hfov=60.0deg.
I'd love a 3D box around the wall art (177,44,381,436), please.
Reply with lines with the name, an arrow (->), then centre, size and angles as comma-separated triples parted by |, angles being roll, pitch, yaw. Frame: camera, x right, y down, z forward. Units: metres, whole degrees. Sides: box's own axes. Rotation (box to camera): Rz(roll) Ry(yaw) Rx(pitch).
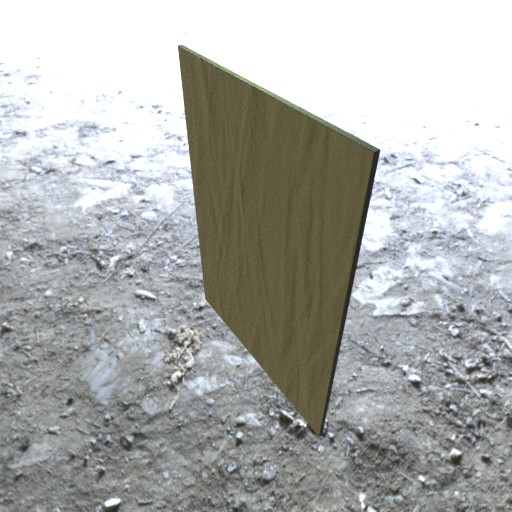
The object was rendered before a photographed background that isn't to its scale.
wall art -> 0.000, 0.000, 1.459 | 0.016, 1.116, 0.810 | -25, 47, -25
